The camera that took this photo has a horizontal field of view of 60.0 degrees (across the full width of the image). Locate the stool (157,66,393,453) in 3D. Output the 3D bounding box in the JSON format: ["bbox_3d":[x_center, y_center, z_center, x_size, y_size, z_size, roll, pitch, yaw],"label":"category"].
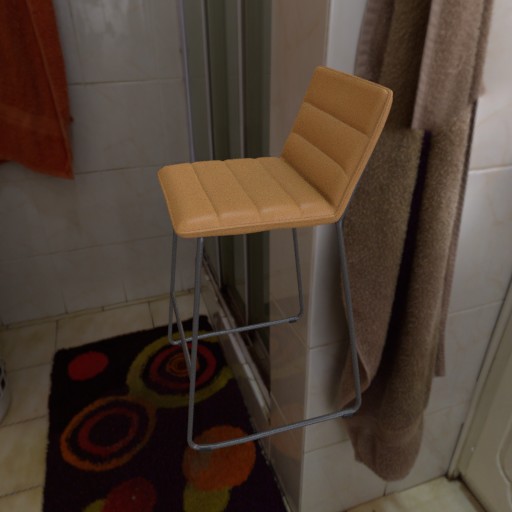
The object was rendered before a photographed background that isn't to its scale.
[{"bbox_3d":[0.000,0.000,1.247,0.524,0.936,0.489,-9,32,-14],"label":"stool"}]
